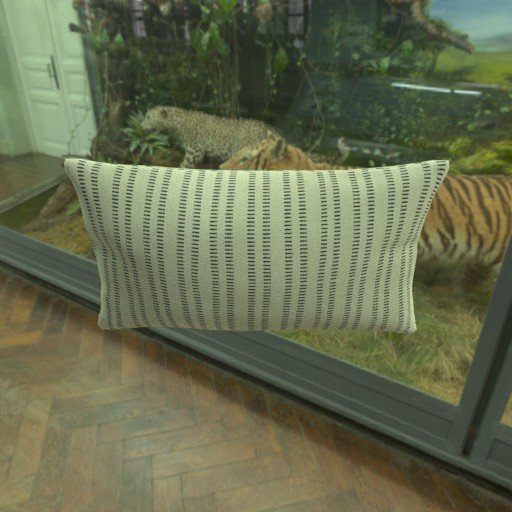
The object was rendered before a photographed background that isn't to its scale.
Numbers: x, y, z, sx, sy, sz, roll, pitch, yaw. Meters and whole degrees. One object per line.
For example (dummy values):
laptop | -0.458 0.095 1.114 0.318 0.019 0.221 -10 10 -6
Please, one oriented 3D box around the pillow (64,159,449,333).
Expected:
pillow | 0.000 0.000 0.801 0.640 0.353 0.210 1 29 1
